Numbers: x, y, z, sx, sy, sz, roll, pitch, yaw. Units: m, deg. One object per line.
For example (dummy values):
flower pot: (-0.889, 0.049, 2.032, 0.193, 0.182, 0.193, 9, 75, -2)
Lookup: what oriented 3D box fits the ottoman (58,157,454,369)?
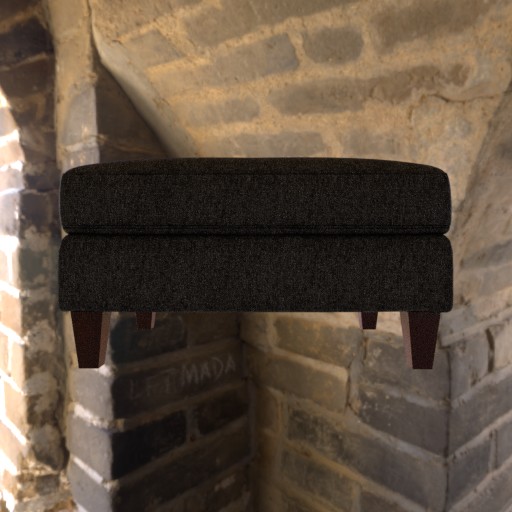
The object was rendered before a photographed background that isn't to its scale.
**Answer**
ottoman: (0.000, 0.000, 1.213, 0.864, 0.483, 0.584, 0, 1, 0)
